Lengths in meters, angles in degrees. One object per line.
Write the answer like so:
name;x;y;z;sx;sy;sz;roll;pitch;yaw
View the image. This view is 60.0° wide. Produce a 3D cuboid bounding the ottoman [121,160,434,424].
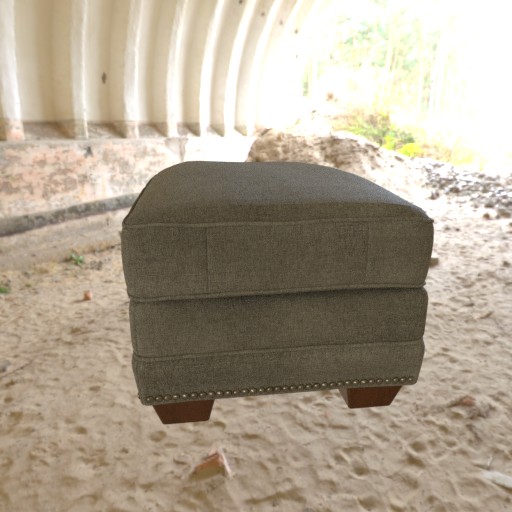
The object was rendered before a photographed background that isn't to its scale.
ottoman;0.000;0.000;1.140;0.561;0.457;0.813;-2;16;-7
